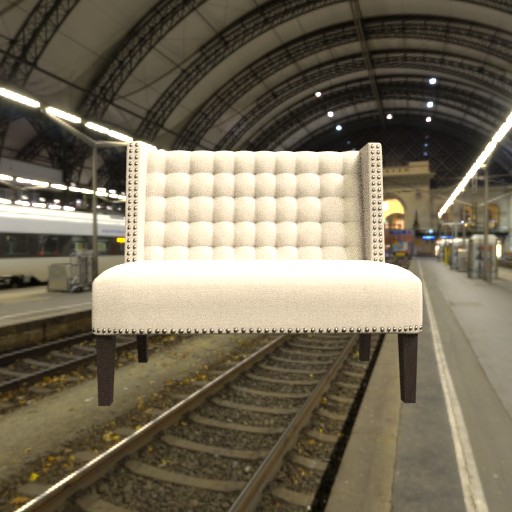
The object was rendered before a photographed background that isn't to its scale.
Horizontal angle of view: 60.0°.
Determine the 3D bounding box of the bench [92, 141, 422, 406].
[{"bbox_3d":[0.000,0.000,2.054,1.280,1.123,0.847,0,1,-2],"label":"bench"}]
